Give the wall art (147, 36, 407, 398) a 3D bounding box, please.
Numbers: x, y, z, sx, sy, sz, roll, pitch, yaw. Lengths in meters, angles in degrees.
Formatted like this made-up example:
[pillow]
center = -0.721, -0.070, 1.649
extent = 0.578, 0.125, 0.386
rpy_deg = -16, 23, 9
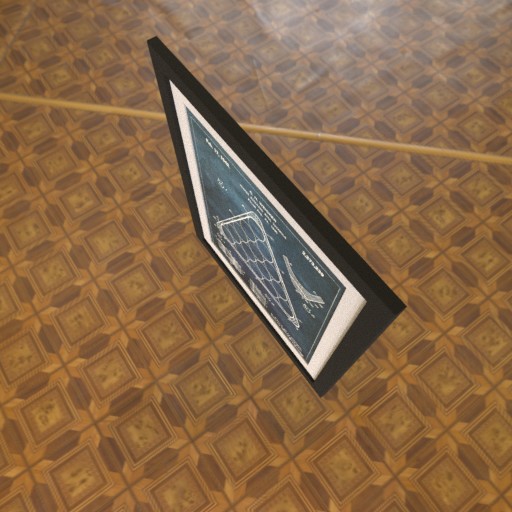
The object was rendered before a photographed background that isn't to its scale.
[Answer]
[wall art]
center = 0.000, 0.000, 0.498
extent = 0.010, 0.361, 0.311
rpy_deg = -33, 69, -15
